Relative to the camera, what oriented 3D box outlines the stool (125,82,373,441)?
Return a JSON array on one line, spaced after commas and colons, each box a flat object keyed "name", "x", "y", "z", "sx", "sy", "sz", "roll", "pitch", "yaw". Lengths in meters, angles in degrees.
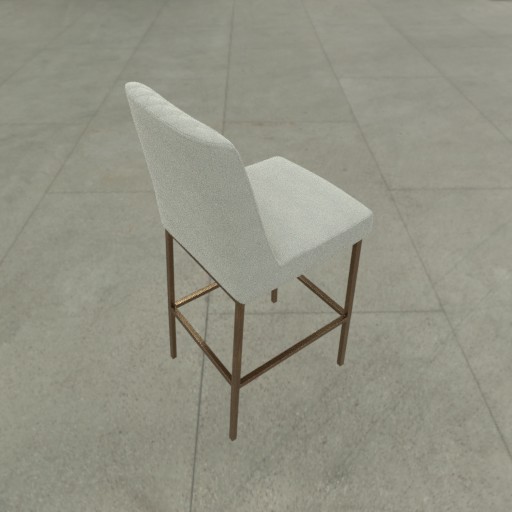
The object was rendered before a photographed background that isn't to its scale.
[{"name": "stool", "x": 0.000, "y": 0.000, "z": 1.394, "sx": 0.546, "sy": 1.084, "sz": 0.462, "roll": -26, "pitch": 47, "yaw": -27}]
